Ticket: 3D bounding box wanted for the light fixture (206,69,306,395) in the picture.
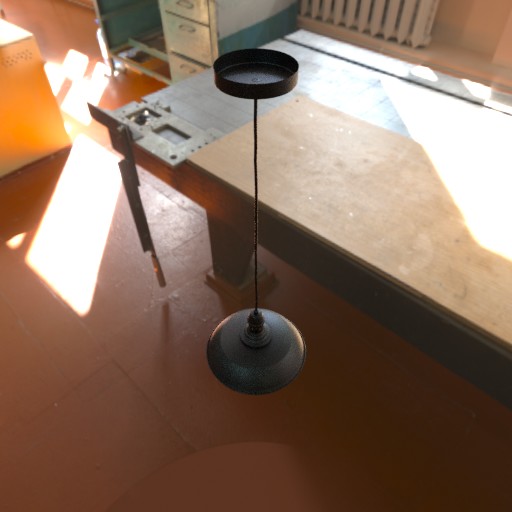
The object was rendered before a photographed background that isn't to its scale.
[{"bbox_3d":[0.000,0.000,1.161,0.331,0.993,0.331,-9,46,-8],"label":"light fixture"}]
